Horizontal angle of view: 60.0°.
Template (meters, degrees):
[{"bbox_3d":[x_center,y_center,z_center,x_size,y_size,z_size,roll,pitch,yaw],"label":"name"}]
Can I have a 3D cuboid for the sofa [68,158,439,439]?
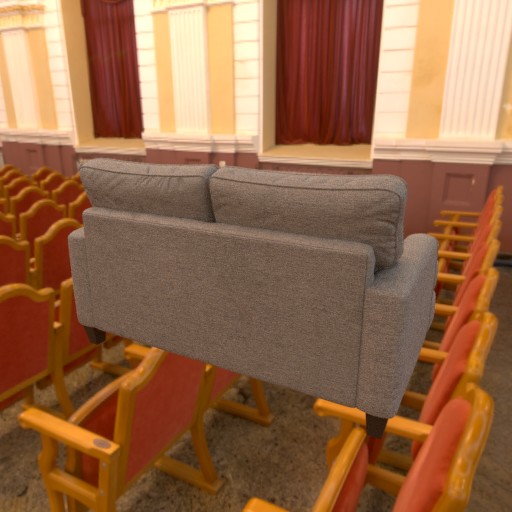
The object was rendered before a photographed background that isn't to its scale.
[{"bbox_3d":[0.000,0.000,2.226,1.651,0.965,0.965,9,20,27],"label":"sofa"}]
